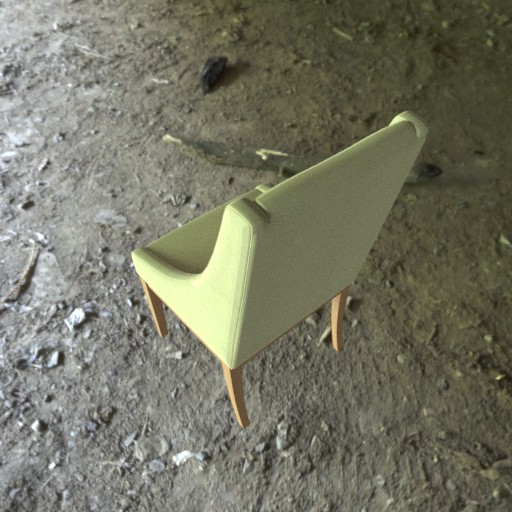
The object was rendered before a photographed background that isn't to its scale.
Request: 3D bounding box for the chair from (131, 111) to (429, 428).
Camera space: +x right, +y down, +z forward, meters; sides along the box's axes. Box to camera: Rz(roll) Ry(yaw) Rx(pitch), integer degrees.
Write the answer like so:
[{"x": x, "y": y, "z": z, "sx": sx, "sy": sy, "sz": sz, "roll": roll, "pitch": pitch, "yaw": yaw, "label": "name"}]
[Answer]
[{"x": 0.000, "y": 0.000, "z": 1.399, "sx": 0.575, "sy": 1.021, "sz": 0.611, "roll": -31, "pitch": 54, "yaw": -26, "label": "chair"}]
